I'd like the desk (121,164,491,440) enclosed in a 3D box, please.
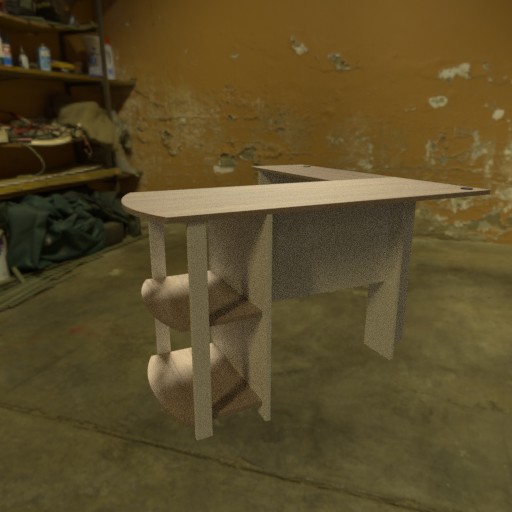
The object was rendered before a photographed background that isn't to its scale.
[{"bbox_3d":[0.000,0.000,2.081,1.303,0.716,1.361,-8,18,-25],"label":"desk"}]
